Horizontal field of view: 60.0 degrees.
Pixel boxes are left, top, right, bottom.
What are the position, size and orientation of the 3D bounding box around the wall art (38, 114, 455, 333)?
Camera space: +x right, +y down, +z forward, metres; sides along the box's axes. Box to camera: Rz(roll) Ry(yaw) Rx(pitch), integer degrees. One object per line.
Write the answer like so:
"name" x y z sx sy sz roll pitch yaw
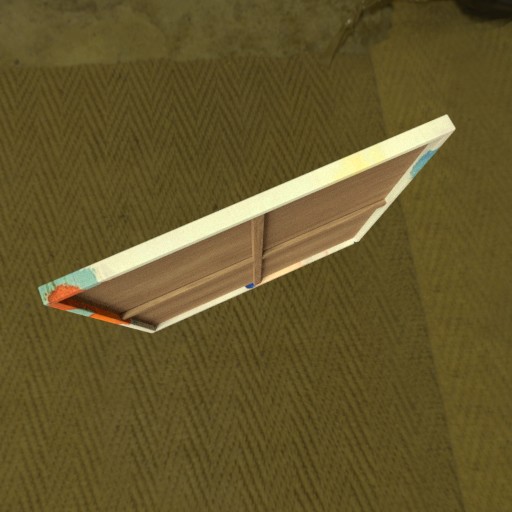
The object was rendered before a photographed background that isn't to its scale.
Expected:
"wall art" 0.000 0.000 1.496 1.017 1.017 0.044 -24 78 -5
